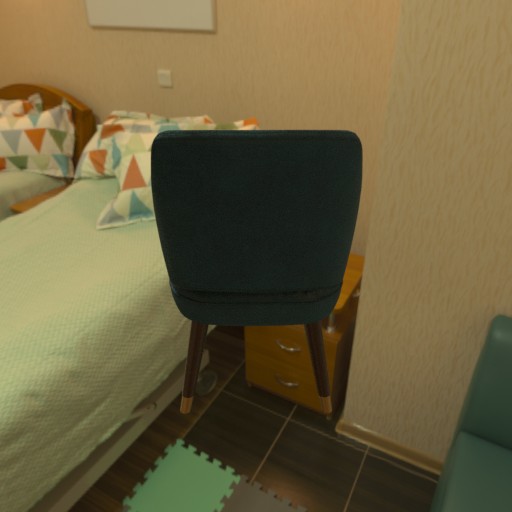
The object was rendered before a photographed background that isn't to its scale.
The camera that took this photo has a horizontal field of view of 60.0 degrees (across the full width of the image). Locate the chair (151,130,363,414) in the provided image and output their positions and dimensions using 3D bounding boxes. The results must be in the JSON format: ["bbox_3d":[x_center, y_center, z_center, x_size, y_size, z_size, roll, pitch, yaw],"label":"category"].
[{"bbox_3d":[0.000,0.000,1.594,0.683,1.081,0.794,0,30,0],"label":"chair"}]
